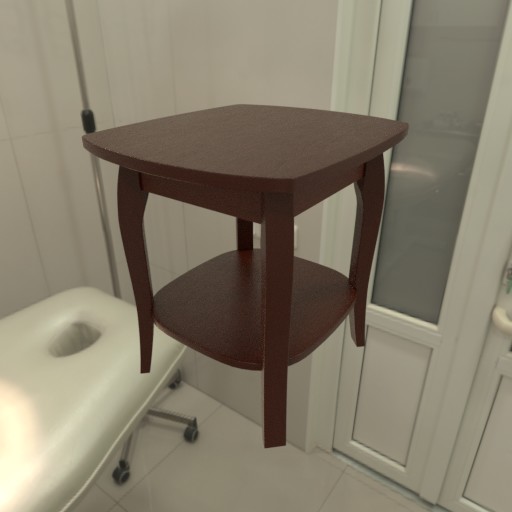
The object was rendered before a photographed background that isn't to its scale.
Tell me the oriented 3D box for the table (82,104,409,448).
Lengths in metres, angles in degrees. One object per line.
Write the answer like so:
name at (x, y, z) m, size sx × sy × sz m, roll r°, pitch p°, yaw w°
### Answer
table at (0.000, 0.000, 0.883) m, size 0.433 × 0.496 × 0.502 m, roll 18°, pitch 32°, yaw 32°
